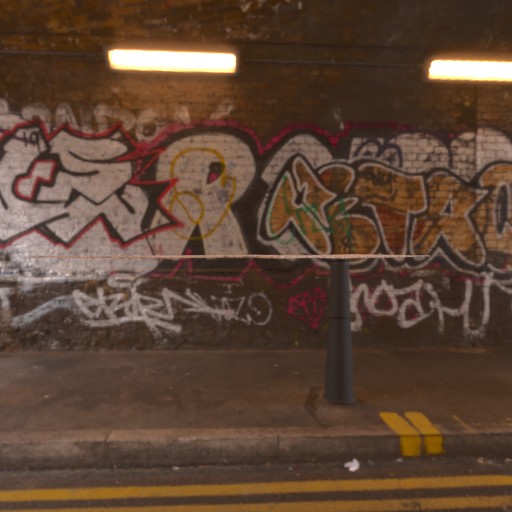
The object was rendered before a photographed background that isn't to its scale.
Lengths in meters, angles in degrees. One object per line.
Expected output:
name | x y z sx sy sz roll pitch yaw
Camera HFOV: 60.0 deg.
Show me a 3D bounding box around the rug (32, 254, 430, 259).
rug | 0.000 0.000 4.220 2.430 0.030 3.054 0 0 35
